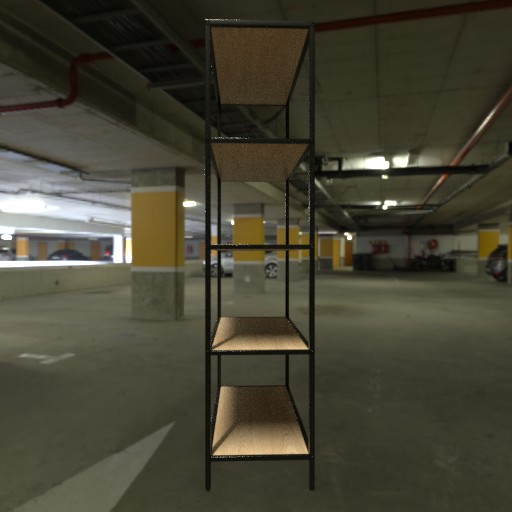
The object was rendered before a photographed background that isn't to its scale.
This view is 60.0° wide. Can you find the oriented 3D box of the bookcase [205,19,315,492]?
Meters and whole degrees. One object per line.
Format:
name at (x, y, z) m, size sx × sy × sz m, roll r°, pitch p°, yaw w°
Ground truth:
bookcase at (0.000, 0.000, 1.794) m, size 0.350 × 1.500 × 0.770 m, roll 0°, pitch 0°, yaw -2°
